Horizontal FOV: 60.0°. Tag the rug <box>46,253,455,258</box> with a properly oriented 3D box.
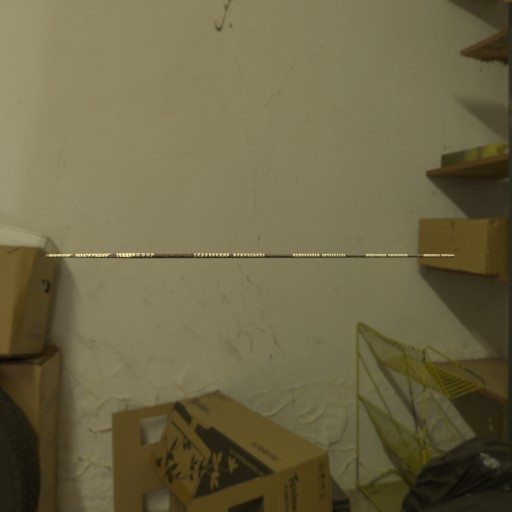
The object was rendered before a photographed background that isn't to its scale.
[{"bbox_3d":[0.000,0.000,2.367,1.833,0.016,1.210,0,0,-37],"label":"rug"}]
